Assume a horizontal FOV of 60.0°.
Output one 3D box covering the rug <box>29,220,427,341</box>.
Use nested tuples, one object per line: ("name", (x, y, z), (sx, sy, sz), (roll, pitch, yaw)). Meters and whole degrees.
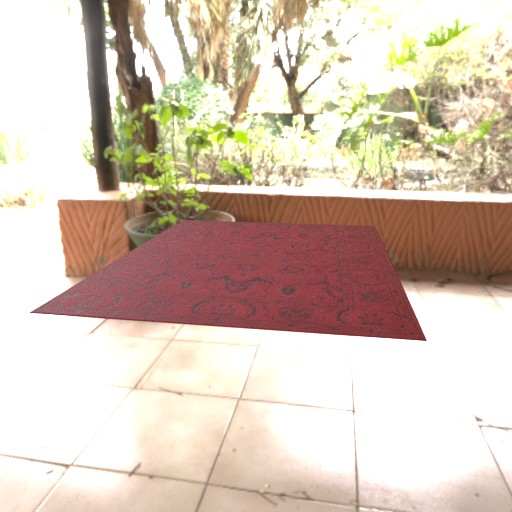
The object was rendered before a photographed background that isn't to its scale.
("rug", (0.000, 0.000, 3.886), (2.300, 0.012, 2.929), (3, 16, 9))
